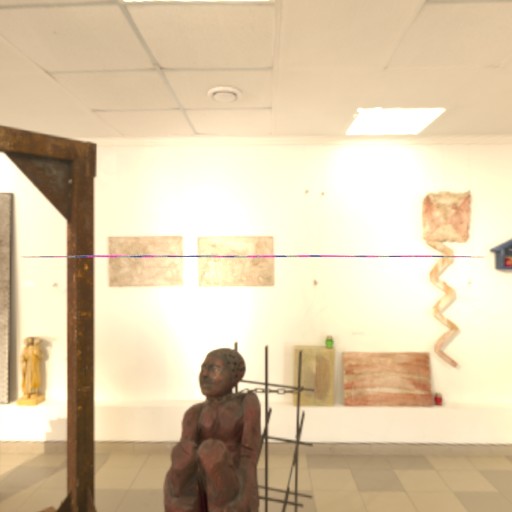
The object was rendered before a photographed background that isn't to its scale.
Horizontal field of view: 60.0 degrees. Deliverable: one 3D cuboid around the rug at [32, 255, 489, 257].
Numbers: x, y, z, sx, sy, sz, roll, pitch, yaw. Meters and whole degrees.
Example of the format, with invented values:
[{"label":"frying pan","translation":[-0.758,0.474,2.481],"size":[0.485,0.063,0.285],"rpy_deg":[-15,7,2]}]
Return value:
[{"label":"rug","translation":[0.000,0.000,2.956],"size":[2.350,0.013,1.539],"rpy_deg":[0,0,1]}]
